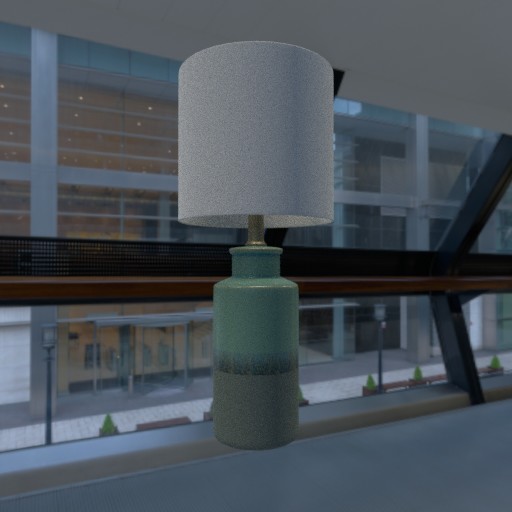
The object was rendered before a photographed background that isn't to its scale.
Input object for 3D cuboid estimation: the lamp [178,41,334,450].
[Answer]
[{"bbox_3d":[0.000,0.000,0.613,0.212,0.493,0.212,0,-1,18],"label":"lamp"}]
